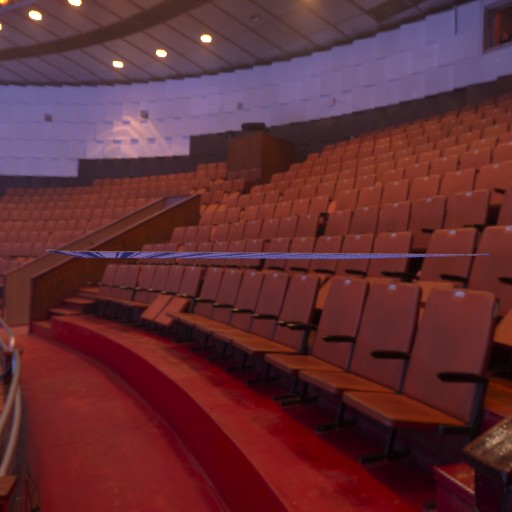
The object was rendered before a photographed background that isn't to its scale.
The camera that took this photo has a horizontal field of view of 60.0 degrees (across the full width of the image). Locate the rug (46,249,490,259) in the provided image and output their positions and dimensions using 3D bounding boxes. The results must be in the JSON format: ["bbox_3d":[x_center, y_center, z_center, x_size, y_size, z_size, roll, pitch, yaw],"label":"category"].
[{"bbox_3d":[0.000,0.000,2.895,2.315,0.010,1.544,0,-1,-17],"label":"rug"}]
